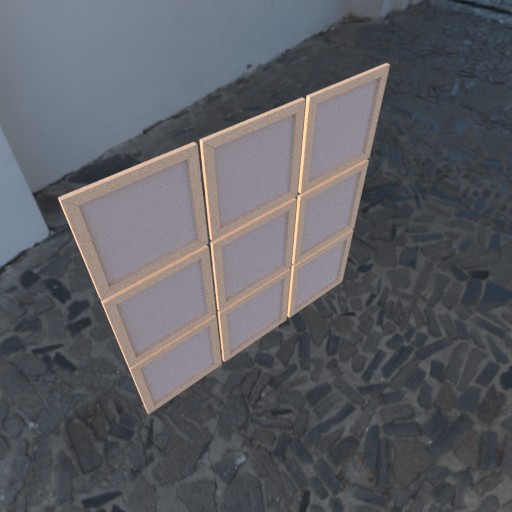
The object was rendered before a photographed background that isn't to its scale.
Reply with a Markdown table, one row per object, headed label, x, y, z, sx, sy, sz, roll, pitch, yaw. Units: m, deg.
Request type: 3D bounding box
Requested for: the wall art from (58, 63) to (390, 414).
| label | x | y | z | sx | sy | sz | roll | pitch | yaw |
| --- | --- | --- | --- | --- | --- | --- | --- | --- | --- |
| wall art | 0.000 | 0.000 | 1.770 | 1.217 | 1.207 | 0.016 | -30 | 54 | -25 |
